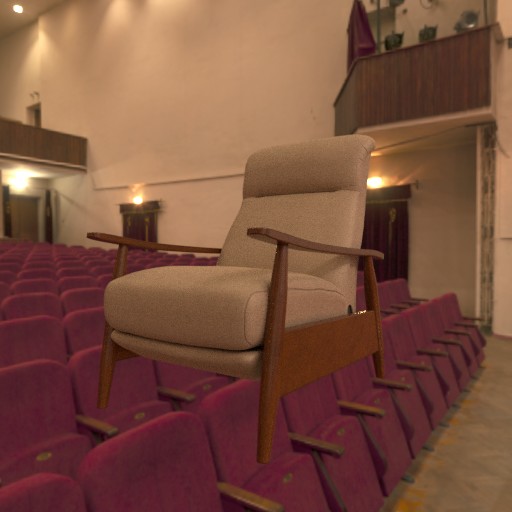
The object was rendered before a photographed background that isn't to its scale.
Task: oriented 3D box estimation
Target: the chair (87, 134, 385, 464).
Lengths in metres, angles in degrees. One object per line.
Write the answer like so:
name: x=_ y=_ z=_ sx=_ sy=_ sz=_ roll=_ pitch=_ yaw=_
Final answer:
chair: x=0.000 y=0.000 z=1.775 sx=0.762 sy=1.082 sz=1.030 roll=1 pitch=2 yaw=35
